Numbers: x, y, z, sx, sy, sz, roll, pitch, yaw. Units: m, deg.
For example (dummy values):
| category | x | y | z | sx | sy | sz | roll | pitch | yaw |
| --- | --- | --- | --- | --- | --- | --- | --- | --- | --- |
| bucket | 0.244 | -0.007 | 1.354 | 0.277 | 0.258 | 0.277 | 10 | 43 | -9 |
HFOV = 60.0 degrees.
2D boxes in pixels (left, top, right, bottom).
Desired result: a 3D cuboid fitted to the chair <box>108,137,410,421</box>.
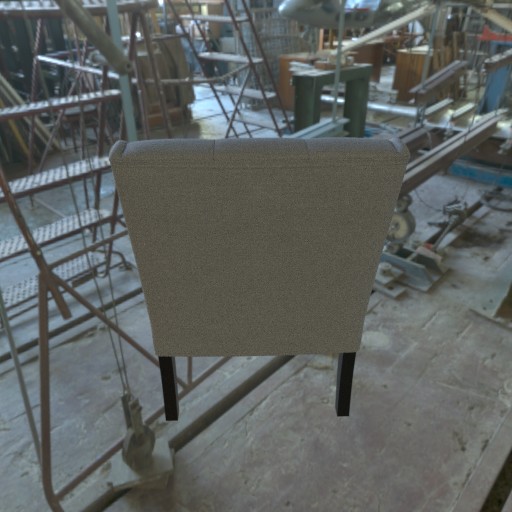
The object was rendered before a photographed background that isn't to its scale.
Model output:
| category | x | y | z | sx | sy | sz | roll | pitch | yaw |
| --- | --- | --- | --- | --- | --- | --- | --- | --- | --- |
| chair | 0.000 | 0.000 | 1.292 | 0.569 | 0.853 | 0.676 | -1 | 31 | -2 |
